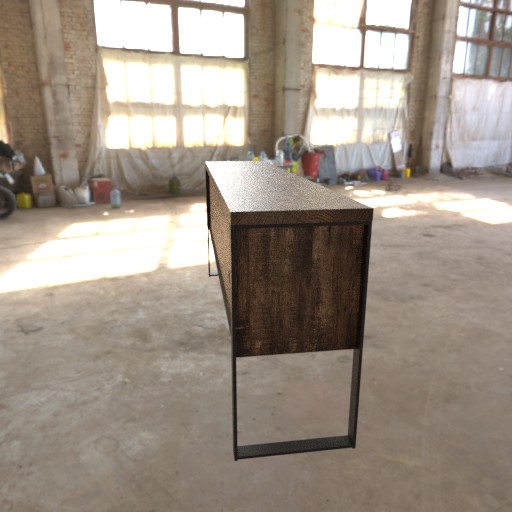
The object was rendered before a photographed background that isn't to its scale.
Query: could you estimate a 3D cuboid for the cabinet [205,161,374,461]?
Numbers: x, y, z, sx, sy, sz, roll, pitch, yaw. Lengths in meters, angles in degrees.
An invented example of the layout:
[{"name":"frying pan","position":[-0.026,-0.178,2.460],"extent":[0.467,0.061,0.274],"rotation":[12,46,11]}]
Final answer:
[{"name":"cabinet","position":[0.000,0.000,2.113],"extent":[0.395,0.762,1.800],"rotation":[-2,16,-8]}]
